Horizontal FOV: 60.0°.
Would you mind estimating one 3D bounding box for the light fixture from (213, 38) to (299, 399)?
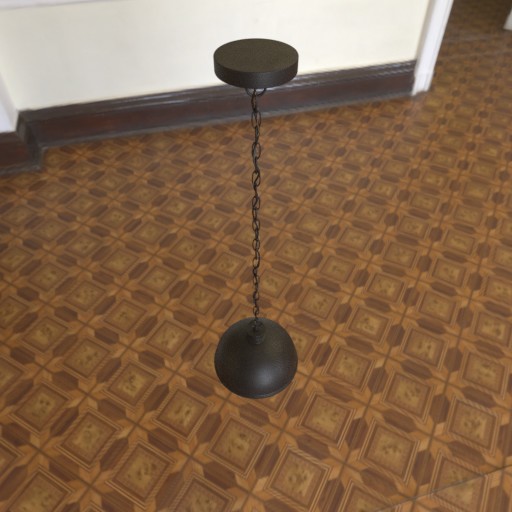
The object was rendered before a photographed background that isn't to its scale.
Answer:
[{"bbox_3d":[0.000,0.000,1.223,0.304,1.090,0.304,-2,46,-2],"label":"light fixture"}]
